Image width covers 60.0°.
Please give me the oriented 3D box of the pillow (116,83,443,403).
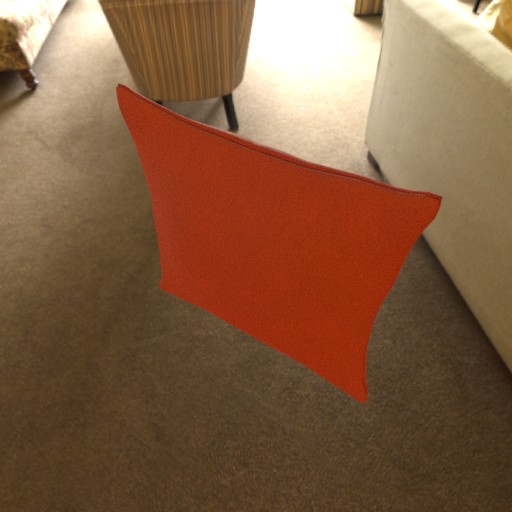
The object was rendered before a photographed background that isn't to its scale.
[{"bbox_3d":[0.000,0.000,0.650,0.435,0.416,0.151,25,51,22],"label":"pillow"}]
